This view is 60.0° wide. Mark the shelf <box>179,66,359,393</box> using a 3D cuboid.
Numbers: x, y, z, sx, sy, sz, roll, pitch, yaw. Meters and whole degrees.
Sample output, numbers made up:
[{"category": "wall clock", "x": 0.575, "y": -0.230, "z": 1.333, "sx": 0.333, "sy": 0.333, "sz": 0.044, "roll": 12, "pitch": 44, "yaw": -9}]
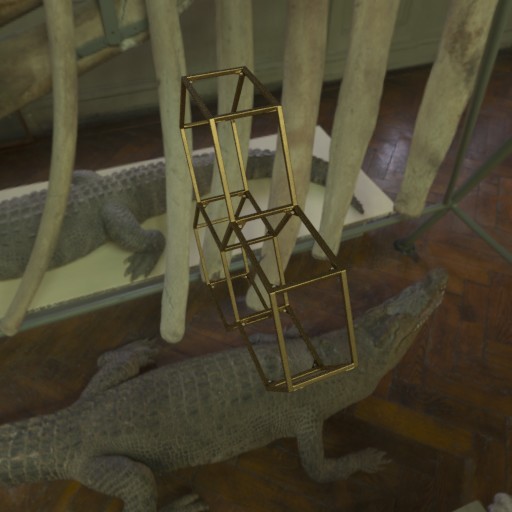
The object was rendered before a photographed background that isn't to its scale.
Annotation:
[{"category": "shelf", "x": 0.000, "y": 0.000, "z": 1.076, "sx": 0.150, "sy": 0.701, "sz": 0.708, "roll": -16, "pitch": 48, "yaw": -15}]
